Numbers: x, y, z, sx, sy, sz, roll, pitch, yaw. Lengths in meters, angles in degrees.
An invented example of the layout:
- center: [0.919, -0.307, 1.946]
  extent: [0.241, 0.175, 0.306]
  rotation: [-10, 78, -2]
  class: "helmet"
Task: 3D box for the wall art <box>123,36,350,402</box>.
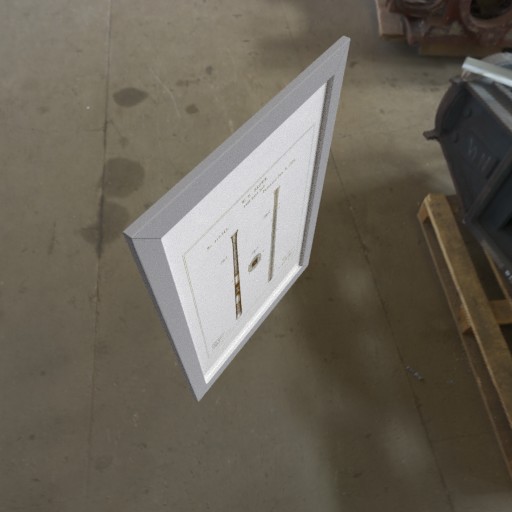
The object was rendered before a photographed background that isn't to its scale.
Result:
- center: [0.000, 0.000, 0.685]
  extent: [0.012, 0.529, 0.374]
  rotation: [32, 63, 19]
  class: "wall art"
